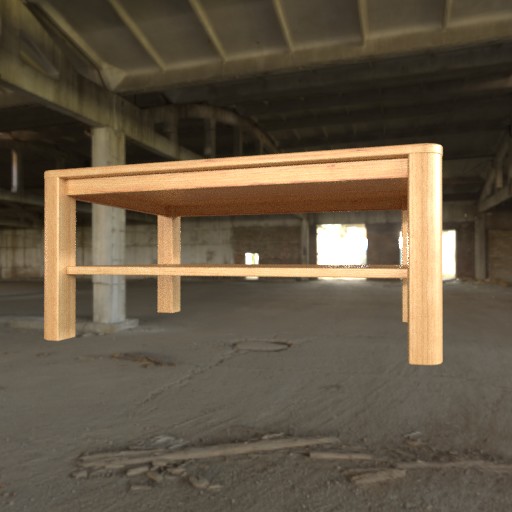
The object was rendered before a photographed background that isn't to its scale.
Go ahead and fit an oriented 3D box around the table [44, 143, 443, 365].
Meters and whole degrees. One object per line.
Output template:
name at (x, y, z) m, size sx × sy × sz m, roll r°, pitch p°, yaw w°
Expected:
table at (0.000, 0.000, 1.355) m, size 0.997 × 0.445 × 0.696 m, roll 0°, pitch 0°, yaw 17°
